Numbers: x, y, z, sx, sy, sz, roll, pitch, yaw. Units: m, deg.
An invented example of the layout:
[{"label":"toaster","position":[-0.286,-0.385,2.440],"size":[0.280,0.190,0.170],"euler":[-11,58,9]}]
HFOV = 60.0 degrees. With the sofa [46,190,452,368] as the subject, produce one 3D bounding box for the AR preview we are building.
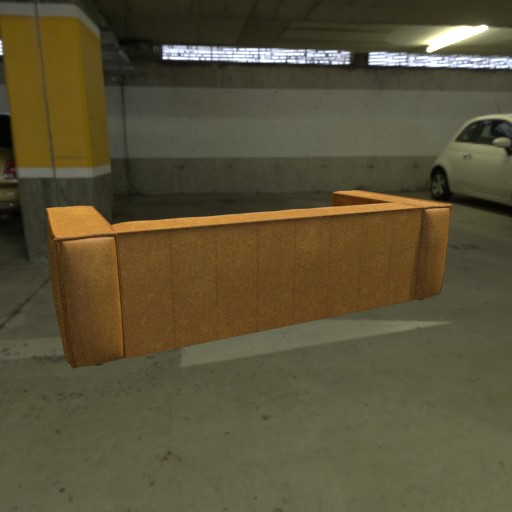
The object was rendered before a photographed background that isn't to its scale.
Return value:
[{"label":"sofa","position":[0.000,0.000,3.055],"size":[2.581,0.701,1.102],"euler":[-7,16,-25]}]
